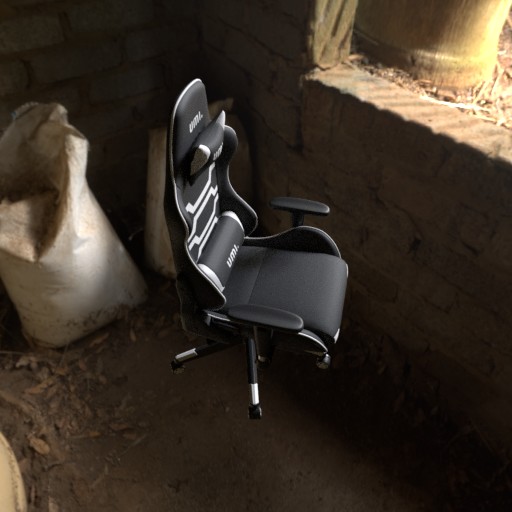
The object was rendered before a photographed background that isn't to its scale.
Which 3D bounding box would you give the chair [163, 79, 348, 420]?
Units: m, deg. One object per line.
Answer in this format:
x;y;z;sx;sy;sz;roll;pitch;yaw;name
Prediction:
0.000;0.000;1.657;0.700;1.240;0.700;10;46;10;chair
